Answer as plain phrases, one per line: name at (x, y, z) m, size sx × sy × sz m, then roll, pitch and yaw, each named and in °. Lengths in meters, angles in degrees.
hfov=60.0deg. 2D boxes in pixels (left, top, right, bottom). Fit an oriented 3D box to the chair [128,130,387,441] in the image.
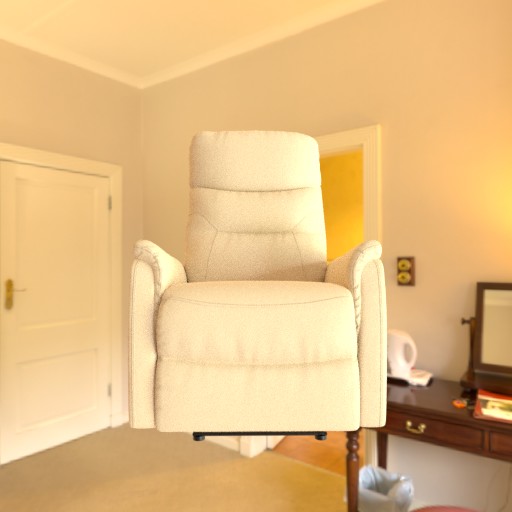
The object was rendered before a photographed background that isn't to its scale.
chair at (0.000, 0.000, 1.660) m, size 0.775 × 1.082 × 0.831 m, roll 0°, pitch 0°, yaw -1°
